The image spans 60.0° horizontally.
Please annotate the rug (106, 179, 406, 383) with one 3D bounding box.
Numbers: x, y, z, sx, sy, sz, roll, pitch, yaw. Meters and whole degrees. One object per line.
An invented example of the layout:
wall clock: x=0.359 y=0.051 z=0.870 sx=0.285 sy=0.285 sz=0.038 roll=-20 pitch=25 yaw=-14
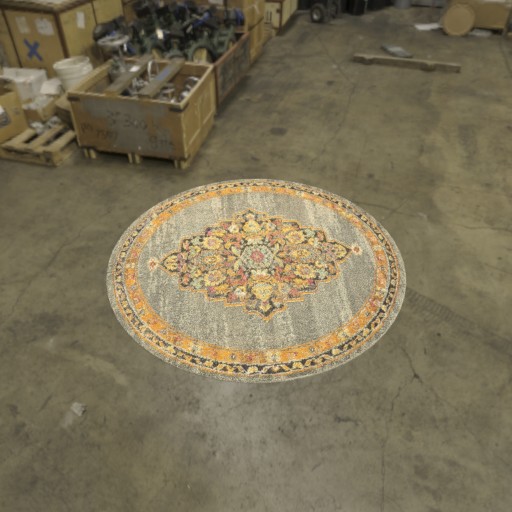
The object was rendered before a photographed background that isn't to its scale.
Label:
rug: x=0.000 y=0.000 z=2.435 sx=1.598 sy=0.010 sz=1.598 roll=0 pitch=41 yaw=0
